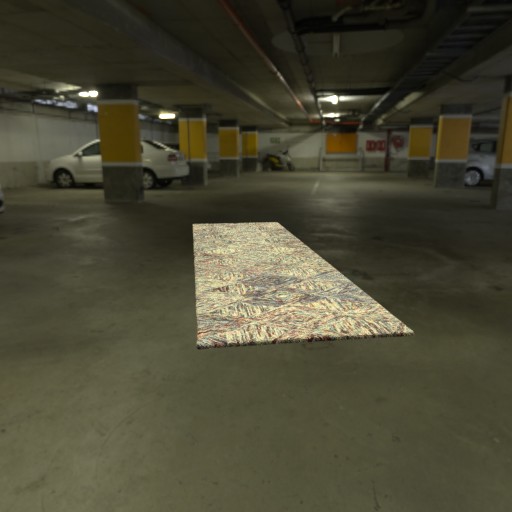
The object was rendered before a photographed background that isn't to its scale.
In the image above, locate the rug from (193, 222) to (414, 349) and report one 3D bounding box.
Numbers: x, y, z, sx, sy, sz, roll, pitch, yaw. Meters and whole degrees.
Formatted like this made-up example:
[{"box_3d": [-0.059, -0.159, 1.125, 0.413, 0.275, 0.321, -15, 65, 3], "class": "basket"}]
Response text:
[{"box_3d": [0.000, 0.000, 2.457, 0.688, 0.015, 2.292, -2, 13, -8], "class": "rug"}]
